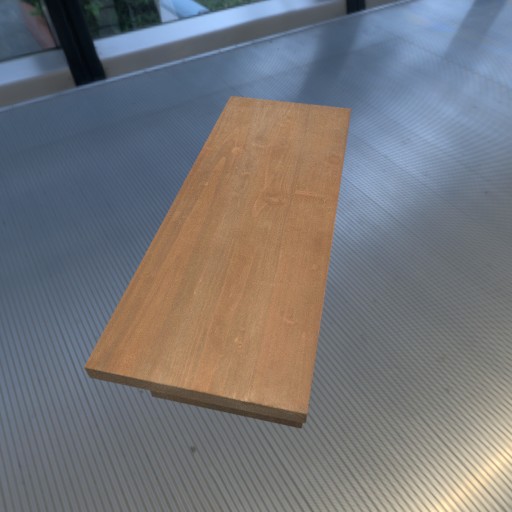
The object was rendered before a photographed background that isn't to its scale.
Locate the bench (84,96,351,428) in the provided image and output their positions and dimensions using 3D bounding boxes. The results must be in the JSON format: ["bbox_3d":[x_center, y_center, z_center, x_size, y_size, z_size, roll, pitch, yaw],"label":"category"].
[{"bbox_3d":[0.000,0.000,1.432,0.458,0.458,1.183,9,47,8],"label":"bench"}]
